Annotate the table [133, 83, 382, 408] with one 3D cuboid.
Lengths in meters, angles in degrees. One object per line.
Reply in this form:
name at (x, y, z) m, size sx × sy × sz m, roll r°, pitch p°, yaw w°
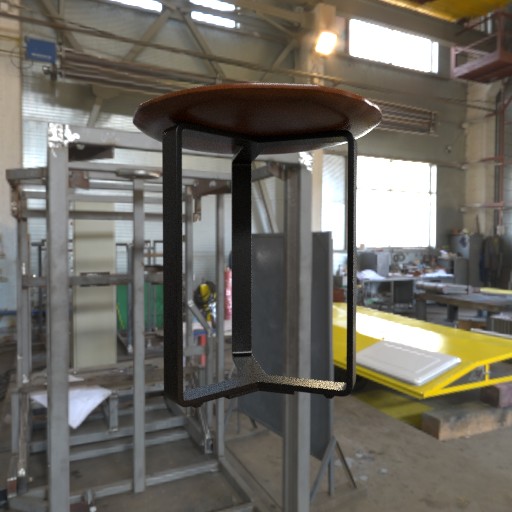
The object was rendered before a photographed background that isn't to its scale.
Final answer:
table at (0.000, 0.000, 0.756) m, size 0.410 × 0.450 × 0.380 m, roll 1°, pitch 2°, yaw 19°
